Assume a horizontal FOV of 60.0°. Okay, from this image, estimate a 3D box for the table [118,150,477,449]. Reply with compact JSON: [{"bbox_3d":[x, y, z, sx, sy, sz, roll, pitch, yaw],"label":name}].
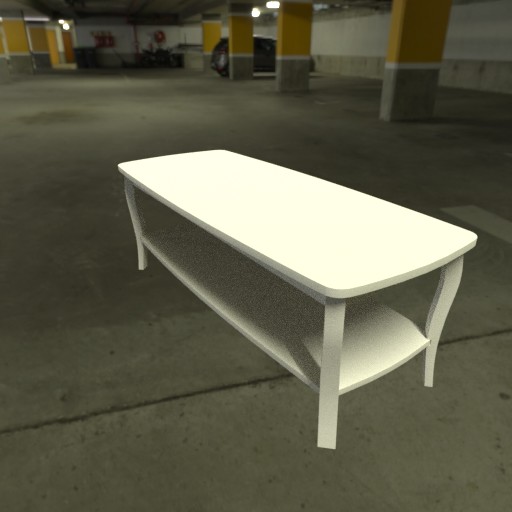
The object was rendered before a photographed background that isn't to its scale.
[{"bbox_3d":[0.000,0.000,1.571,0.561,0.474,1.334,-16,30,-31],"label":"table"}]
